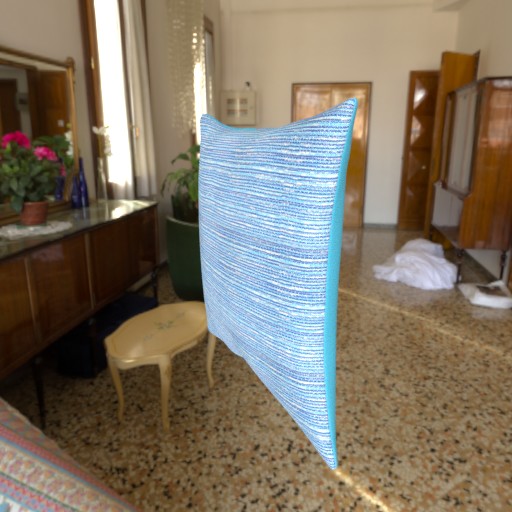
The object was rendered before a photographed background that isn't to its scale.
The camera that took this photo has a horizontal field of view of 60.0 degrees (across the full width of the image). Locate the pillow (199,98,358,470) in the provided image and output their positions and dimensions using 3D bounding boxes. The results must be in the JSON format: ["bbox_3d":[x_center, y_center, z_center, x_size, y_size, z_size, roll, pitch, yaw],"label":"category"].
[{"bbox_3d":[0.000,0.000,0.778,0.150,0.497,0.514,-7,16,-25],"label":"pillow"}]
